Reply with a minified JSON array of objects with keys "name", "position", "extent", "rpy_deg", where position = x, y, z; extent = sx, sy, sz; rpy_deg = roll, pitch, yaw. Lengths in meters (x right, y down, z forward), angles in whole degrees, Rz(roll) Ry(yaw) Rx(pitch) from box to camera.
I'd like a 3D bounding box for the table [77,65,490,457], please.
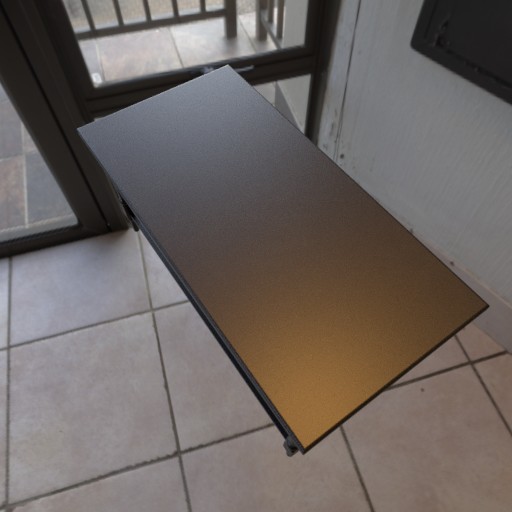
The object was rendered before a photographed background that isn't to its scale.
[{"name":"table","position":[0.000,0.000,1.396],"extent":[0.550,0.510,1.107],"rpy_deg":[-31,63,-18]}]
